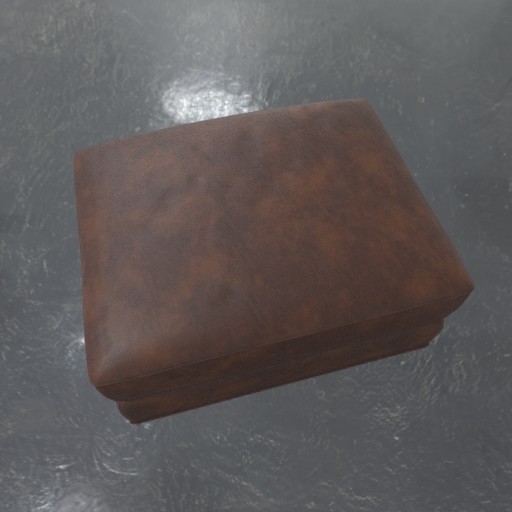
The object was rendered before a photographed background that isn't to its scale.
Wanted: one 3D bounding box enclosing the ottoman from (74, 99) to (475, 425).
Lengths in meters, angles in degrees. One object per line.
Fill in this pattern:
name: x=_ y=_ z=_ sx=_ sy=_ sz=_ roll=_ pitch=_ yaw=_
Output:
ottoman: x=0.000 y=0.000 z=1.084 sx=0.742 sy=0.486 sz=0.586 roll=-13 pitch=60 yaw=-8
